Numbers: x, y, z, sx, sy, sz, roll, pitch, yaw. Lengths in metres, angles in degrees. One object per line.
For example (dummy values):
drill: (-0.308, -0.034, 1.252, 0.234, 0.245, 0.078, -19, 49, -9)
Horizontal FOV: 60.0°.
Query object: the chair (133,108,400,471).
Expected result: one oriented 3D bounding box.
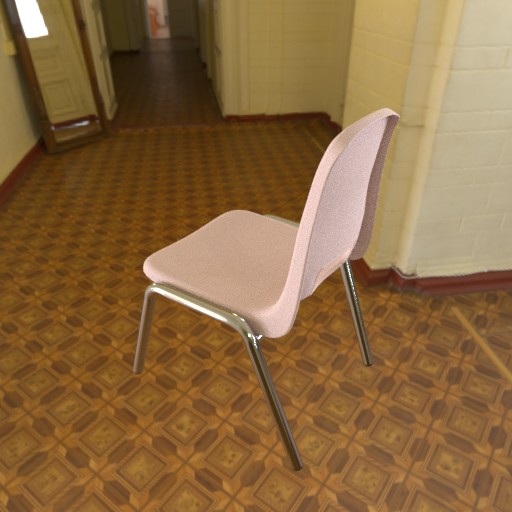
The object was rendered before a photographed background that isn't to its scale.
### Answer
chair: (0.000, 0.000, 0.839, 0.423, 0.586, 0.354, 21, 38, 30)
